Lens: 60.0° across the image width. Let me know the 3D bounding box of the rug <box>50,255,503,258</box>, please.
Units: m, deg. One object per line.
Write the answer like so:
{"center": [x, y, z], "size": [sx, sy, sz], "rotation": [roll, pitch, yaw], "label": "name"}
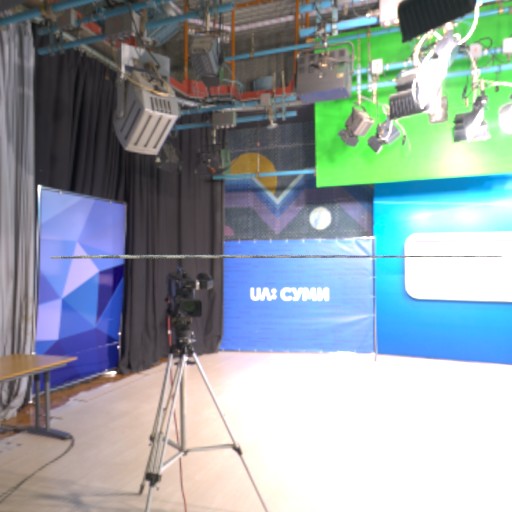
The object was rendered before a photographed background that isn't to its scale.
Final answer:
{"center": [0.000, 0.000, 3.931], "size": [3.021, 0.013, 2.432], "rotation": [0, 0, -17], "label": "rug"}
